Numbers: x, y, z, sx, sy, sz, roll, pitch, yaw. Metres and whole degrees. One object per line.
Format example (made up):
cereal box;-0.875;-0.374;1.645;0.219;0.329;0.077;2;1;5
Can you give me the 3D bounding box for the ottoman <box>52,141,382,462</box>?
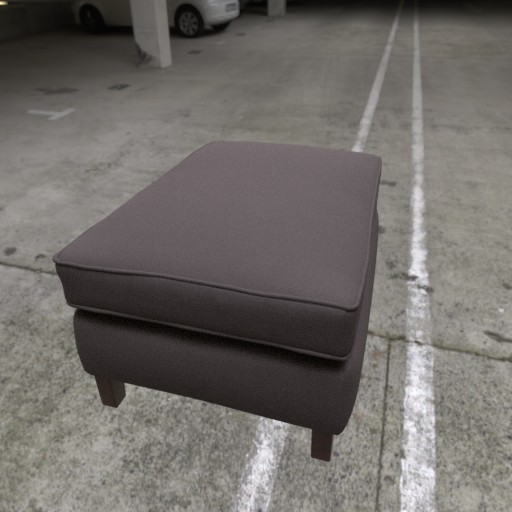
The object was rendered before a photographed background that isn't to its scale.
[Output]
ottoman;0.000;0.000;0.966;0.508;0.406;0.686;8;31;14
